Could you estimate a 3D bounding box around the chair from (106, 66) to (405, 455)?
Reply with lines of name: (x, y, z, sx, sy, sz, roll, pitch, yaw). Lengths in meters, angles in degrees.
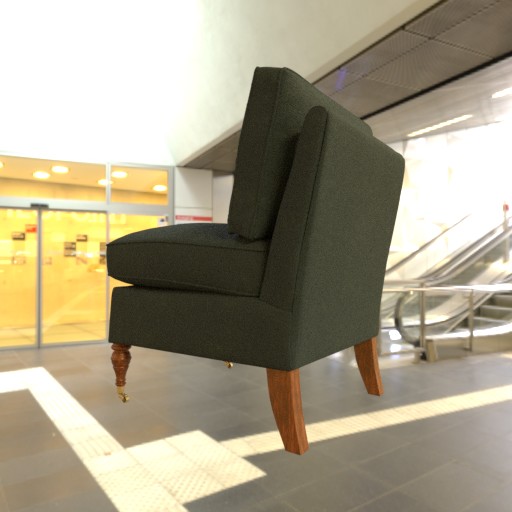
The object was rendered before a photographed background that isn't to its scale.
chair: (0.000, 0.000, 1.644, 0.912, 1.052, 0.724, 0, -1, 35)
